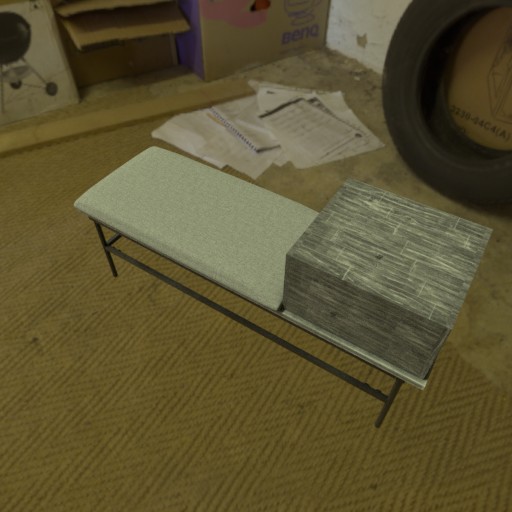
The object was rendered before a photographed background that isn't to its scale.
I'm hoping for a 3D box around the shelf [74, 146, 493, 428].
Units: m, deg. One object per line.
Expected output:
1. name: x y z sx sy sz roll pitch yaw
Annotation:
1. shelf: 0.000 0.000 1.601 1.342 0.633 0.457 25 52 22
